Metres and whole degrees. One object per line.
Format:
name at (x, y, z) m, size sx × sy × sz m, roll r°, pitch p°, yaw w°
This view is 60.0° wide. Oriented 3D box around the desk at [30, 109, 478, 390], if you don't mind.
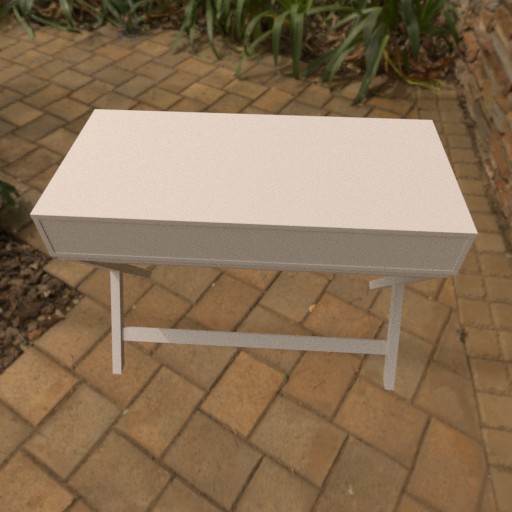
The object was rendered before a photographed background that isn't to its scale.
desk at (0.000, 0.000, 1.506) m, size 1.057 × 0.780 × 0.525 m, roll 3°, pitch 47°, yaw 2°
